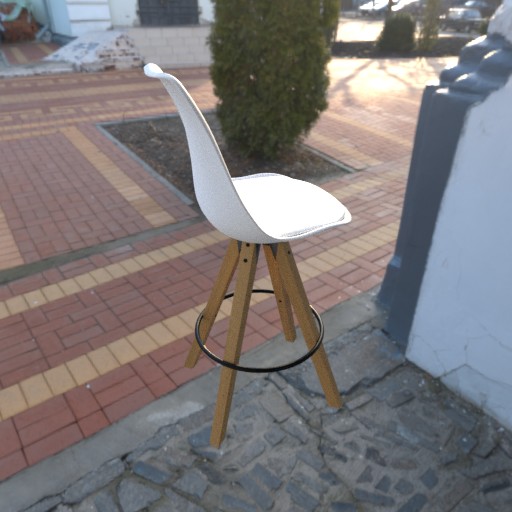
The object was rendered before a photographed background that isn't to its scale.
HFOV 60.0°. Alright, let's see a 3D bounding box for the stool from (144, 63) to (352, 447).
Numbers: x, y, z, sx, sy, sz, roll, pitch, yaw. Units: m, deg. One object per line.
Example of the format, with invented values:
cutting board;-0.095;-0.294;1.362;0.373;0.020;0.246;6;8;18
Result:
stool;0.000;0.000;1.390;0.549;1.115;0.482;-11;31;-18
